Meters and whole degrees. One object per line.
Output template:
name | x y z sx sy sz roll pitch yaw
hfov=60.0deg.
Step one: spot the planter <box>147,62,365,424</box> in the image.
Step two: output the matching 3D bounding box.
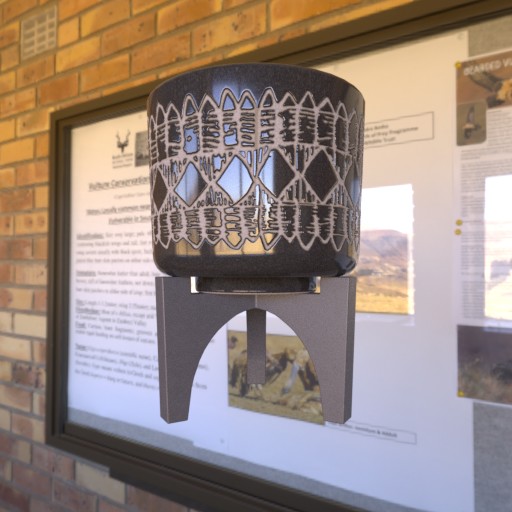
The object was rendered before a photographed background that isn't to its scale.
planter | 0.000 0.000 0.267 0.129 0.177 0.129 0 -2 0
